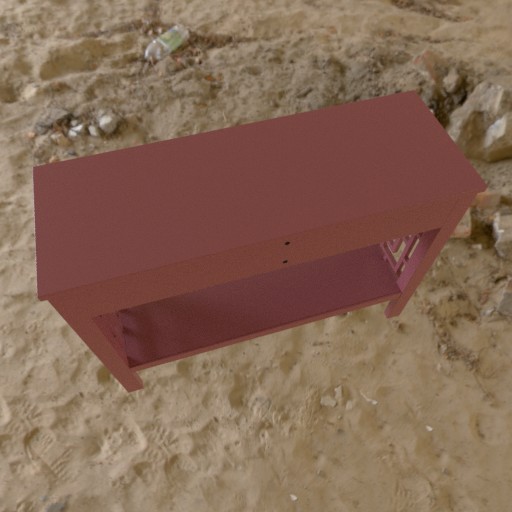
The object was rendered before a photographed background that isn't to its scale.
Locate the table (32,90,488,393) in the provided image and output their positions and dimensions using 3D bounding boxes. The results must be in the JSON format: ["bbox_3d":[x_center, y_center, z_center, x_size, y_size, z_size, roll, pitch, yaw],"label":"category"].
[{"bbox_3d":[0.000,0.000,1.422,1.068,0.753,0.397,-14,59,-9],"label":"table"}]
